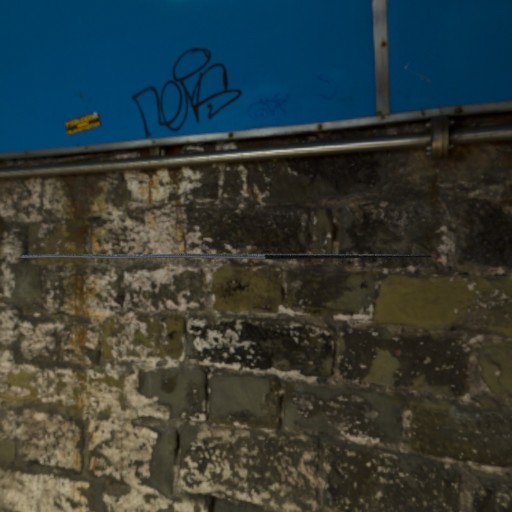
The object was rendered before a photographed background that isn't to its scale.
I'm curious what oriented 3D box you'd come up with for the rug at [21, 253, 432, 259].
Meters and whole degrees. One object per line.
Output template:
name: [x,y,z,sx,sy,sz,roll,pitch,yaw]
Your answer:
rug: [0.000,0.000,4.722,2.716,0.035,3.612,0,0,36]
